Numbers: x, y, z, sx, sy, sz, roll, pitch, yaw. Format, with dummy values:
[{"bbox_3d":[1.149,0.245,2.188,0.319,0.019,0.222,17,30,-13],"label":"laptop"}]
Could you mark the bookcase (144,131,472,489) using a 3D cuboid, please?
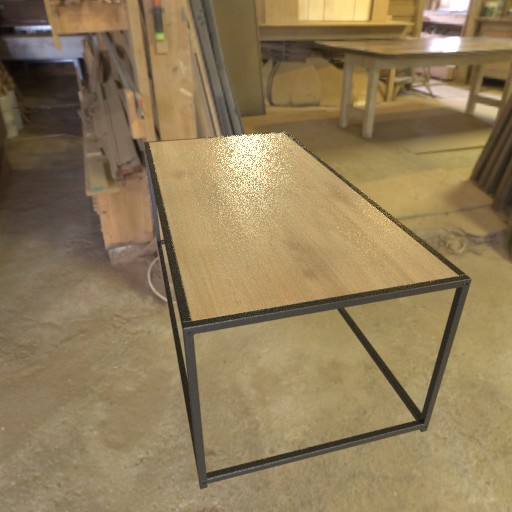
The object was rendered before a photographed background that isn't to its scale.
[{"bbox_3d":[0.000,0.000,1.225,0.500,0.400,1.000,-8,31,-13],"label":"bookcase"}]
